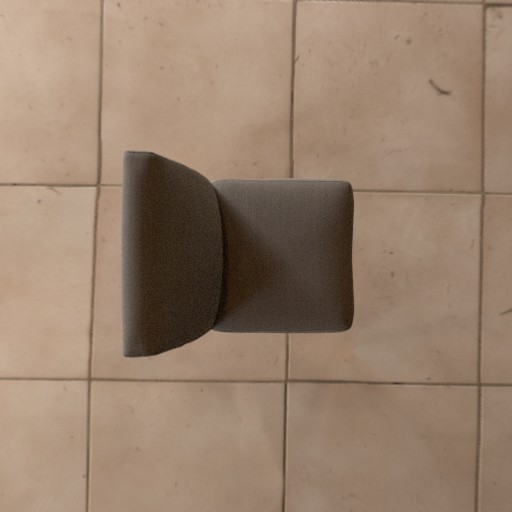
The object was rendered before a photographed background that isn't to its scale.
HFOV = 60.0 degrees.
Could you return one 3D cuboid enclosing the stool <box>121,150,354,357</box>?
[{"bbox_3d":[0.000,0.000,1.424,0.570,1.112,0.483,0,90,-1],"label":"stool"}]
